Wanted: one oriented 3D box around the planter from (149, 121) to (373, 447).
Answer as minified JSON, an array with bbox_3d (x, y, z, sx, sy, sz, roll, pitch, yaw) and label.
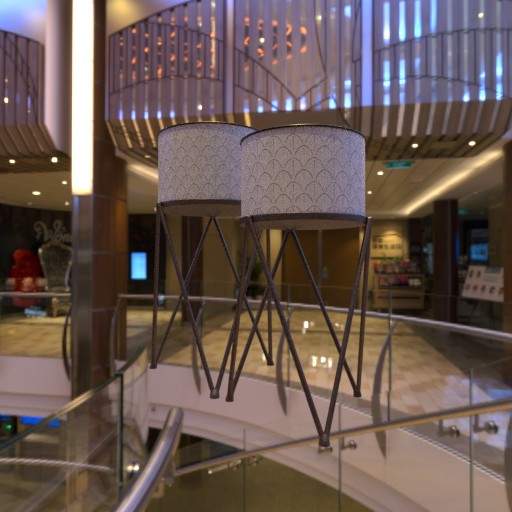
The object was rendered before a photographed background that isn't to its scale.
[{"bbox_3d":[0.000,0.000,1.201,0.413,0.712,0.769,0,-1,-36],"label":"planter"}]
